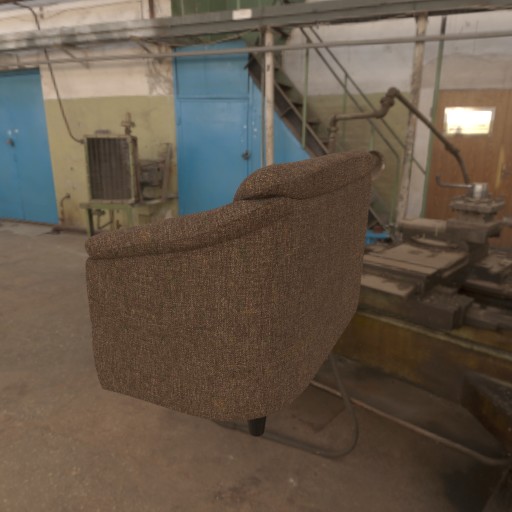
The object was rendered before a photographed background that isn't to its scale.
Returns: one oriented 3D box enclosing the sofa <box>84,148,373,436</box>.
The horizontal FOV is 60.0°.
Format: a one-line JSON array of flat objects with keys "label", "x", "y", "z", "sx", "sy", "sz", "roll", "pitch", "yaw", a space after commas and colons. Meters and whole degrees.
[{"label": "sofa", "x": 0.000, "y": 0.000, "z": 1.937, "sx": 0.799, "sy": 0.895, "sz": 1.404, "roll": 8, "pitch": 18, "yaw": 24}]
